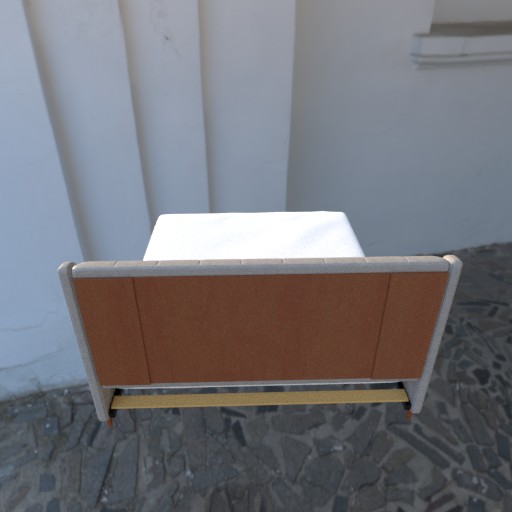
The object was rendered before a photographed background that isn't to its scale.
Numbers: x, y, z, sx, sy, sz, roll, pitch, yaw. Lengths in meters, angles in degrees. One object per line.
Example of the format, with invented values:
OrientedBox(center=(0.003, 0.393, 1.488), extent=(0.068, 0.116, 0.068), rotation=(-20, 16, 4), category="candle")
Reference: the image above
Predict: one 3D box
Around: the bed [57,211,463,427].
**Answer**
OrientedBox(center=(0.000, 0.000, 3.536), extent=(2.062, 1.289, 2.342), rotation=(-1, 31, -2), category="bed")
